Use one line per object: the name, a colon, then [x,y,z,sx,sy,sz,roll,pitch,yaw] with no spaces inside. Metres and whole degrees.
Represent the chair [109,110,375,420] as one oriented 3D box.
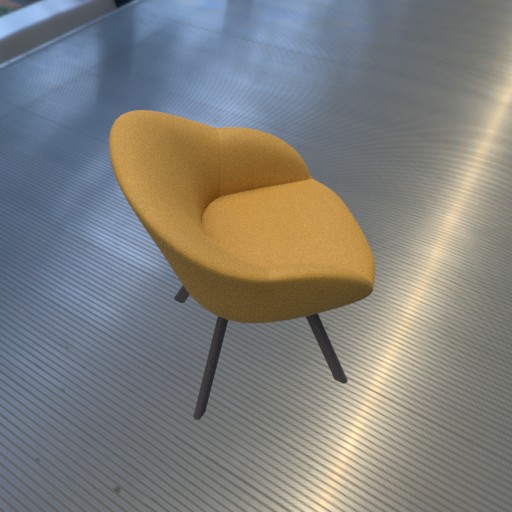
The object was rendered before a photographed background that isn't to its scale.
chair: [0.000,0.000,1.187,0.583,0.793,0.551,-11,49,-10]
